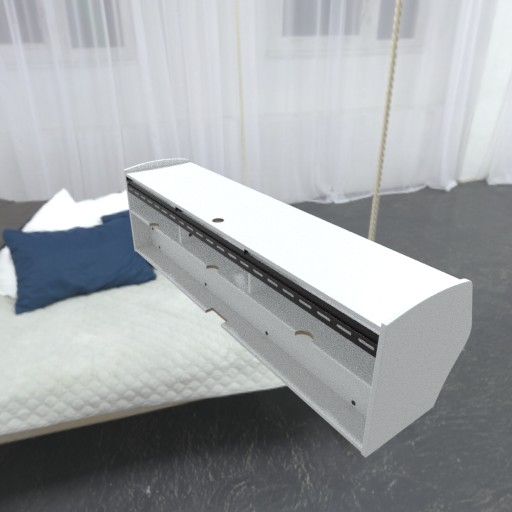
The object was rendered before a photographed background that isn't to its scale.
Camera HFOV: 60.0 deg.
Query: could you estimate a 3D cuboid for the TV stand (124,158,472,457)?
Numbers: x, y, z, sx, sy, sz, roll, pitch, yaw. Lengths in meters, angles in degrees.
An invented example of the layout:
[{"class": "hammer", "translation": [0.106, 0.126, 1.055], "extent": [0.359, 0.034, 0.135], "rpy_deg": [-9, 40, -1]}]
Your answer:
[{"class": "TV stand", "translation": [0.000, 0.000, 1.657], "extent": [0.397, 0.424, 1.473], "rpy_deg": [-18, 32, -32]}]
